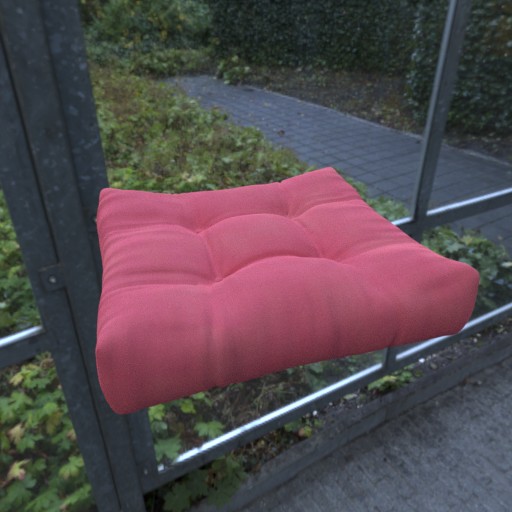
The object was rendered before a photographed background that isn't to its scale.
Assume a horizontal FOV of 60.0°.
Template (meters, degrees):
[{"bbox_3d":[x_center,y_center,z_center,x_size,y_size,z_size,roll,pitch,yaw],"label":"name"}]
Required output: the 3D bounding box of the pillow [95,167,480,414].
[{"bbox_3d":[0.000,0.000,0.717,0.490,0.128,0.468,-9,32,-14],"label":"pillow"}]
